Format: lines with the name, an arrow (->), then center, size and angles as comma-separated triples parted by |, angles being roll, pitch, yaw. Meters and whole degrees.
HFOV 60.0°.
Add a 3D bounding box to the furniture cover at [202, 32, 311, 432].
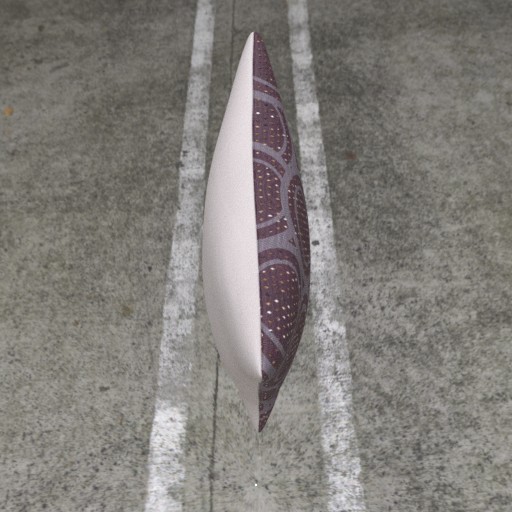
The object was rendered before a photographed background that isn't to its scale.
furniture cover -> 0.000, 0.000, 0.806 | 0.193, 0.509, 0.552 | -1, 63, 0
